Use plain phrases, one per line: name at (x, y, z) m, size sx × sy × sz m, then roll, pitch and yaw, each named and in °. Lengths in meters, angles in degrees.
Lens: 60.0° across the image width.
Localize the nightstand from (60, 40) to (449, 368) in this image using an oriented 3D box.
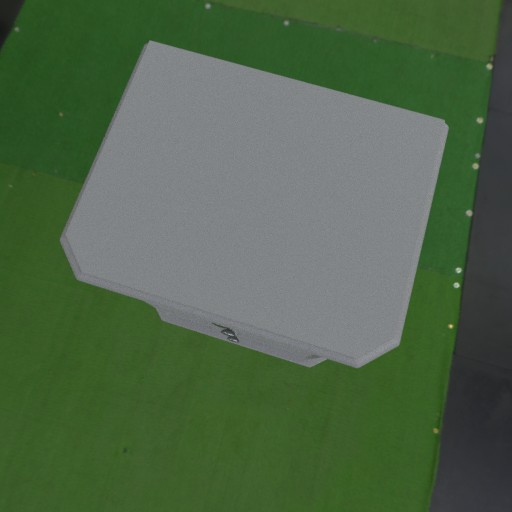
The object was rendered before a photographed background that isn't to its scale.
nightstand at (0.000, 0.000, 0.903) m, size 0.450 × 0.680 × 0.350 m, roll 17°, pitch 76°, yaw 4°
